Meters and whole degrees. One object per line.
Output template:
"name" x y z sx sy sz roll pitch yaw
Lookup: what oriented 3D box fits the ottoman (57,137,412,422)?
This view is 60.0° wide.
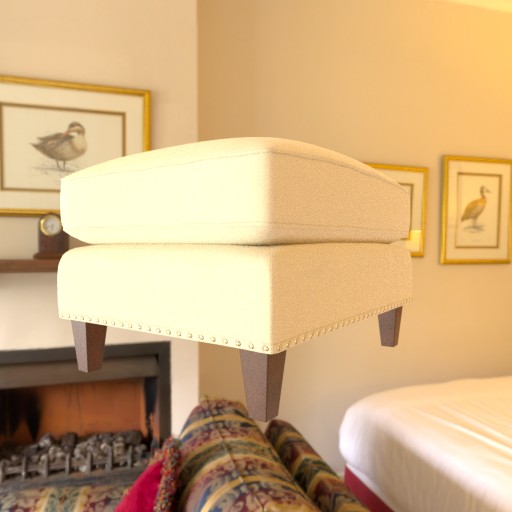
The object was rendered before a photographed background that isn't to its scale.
"ottoman" 0.000 0.000 1.125 0.584 0.513 0.741 1 2 35
